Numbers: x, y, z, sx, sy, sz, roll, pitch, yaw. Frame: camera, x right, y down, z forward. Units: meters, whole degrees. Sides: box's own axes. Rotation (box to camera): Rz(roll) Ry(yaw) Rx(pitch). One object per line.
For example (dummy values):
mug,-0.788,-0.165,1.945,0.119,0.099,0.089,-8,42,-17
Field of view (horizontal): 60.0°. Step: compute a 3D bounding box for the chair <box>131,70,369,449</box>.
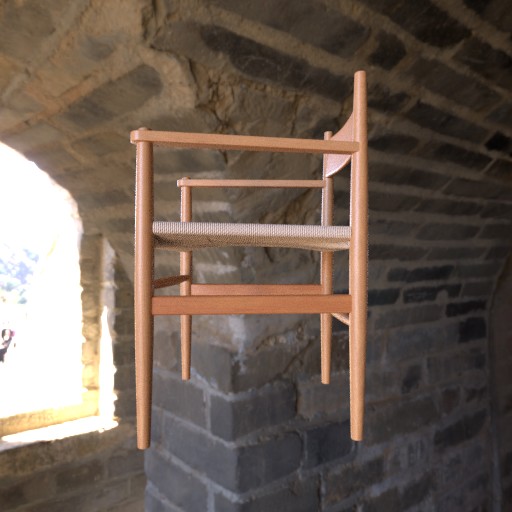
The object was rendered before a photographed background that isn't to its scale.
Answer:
chair,0.000,0.000,1.135,0.495,0.762,0.556,0,-1,0
